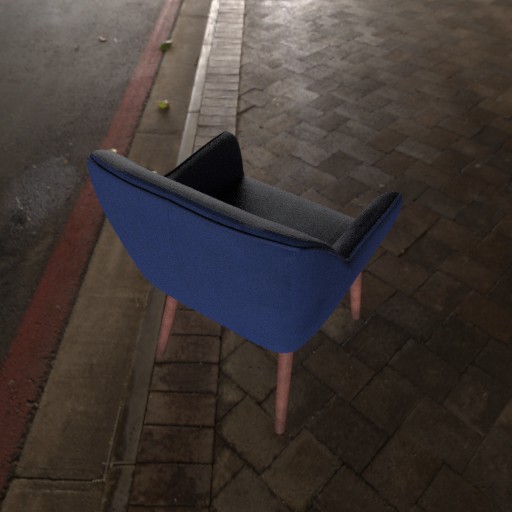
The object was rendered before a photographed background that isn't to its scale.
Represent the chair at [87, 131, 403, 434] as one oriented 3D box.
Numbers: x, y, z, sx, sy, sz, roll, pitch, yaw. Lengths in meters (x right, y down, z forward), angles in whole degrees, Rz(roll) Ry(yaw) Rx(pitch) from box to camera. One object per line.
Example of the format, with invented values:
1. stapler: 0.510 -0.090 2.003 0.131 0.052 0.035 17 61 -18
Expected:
1. chair: 0.000 0.000 1.257 0.600 0.820 0.600 25 52 22
